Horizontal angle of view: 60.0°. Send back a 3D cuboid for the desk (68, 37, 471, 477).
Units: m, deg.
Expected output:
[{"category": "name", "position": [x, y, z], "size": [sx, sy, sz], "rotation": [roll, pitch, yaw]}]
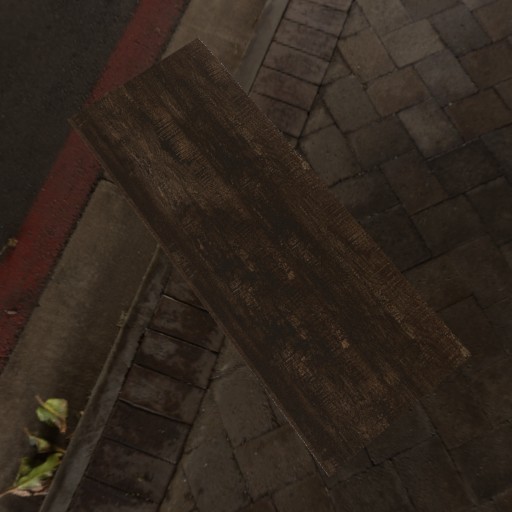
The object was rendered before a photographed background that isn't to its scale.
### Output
[{"category": "desk", "position": [0.000, 0.000, 1.904], "size": [0.599, 0.762, 1.524], "rotation": [-36, 78, -9]}]
